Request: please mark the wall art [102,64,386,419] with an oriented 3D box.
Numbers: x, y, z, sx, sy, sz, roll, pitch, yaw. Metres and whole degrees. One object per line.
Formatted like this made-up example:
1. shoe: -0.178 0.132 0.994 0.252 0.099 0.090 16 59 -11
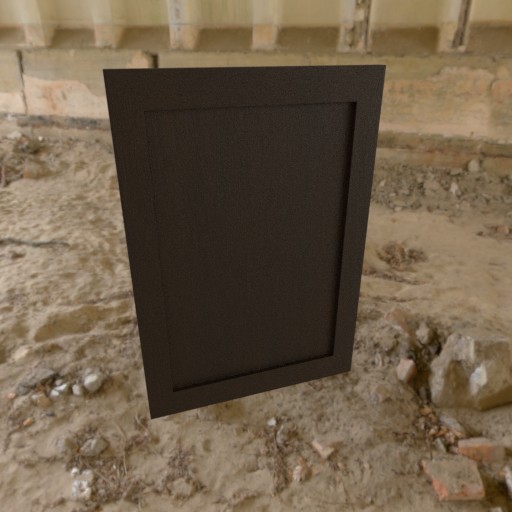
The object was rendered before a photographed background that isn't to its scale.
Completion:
1. wall art: 0.000 0.000 0.653 0.359 0.513 0.017 -8 27 -17
